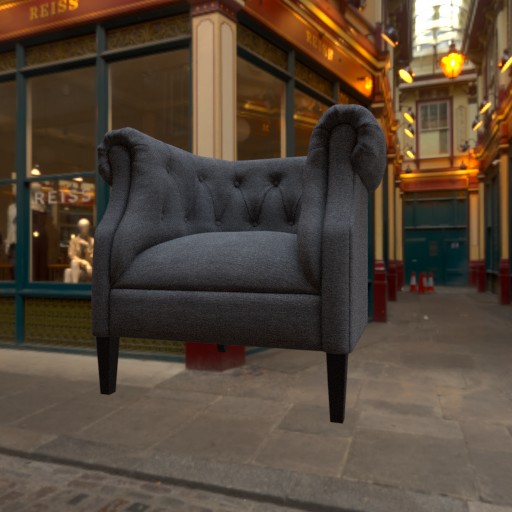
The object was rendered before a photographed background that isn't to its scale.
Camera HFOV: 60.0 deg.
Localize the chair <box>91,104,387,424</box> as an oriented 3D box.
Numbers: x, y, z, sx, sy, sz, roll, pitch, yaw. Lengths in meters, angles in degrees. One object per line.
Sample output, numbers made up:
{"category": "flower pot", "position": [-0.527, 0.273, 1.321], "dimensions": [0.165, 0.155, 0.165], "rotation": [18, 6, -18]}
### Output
{"category": "chair", "position": [0.000, 0.000, 1.578], "dimensions": [0.905, 0.827, 0.852], "rotation": [0, 0, 19]}
